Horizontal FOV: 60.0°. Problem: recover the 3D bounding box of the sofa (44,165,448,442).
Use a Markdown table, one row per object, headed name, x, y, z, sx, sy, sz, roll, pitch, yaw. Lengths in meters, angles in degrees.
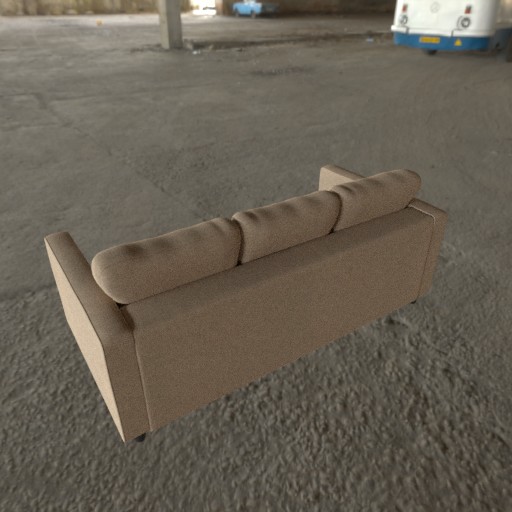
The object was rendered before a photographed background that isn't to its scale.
| name | x | y | z | sx | sy | sz | roll | pitch | yaw |
| --- | --- | --- | --- | --- | --- | --- | --- | --- | --- |
| sofa | 0.000 | 0.000 | 2.336 | 1.855 | 0.800 | 0.930 | -19 | 36 | -28 |
